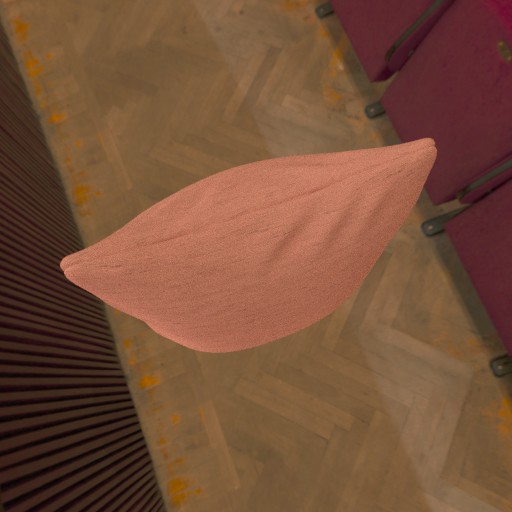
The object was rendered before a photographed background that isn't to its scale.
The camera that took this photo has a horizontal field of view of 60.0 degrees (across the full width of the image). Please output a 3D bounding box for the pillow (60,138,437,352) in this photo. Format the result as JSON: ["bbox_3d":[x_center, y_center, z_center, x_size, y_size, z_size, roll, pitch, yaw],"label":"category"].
[{"bbox_3d":[0.000,0.000,0.665,0.432,0.415,0.246,-19,75,-5],"label":"pillow"}]
